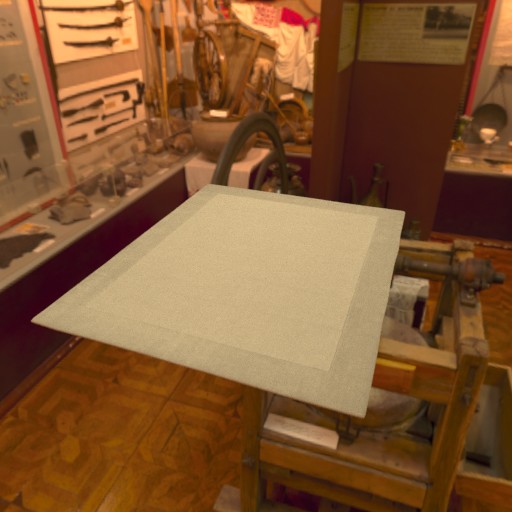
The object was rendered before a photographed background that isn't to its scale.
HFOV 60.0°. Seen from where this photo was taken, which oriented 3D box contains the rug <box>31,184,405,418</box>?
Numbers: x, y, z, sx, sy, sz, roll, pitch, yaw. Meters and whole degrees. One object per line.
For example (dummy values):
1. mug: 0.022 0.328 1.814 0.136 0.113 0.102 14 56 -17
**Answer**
1. rug: 0.000 0.000 4.064 2.430 0.018 2.976 11 32 18
